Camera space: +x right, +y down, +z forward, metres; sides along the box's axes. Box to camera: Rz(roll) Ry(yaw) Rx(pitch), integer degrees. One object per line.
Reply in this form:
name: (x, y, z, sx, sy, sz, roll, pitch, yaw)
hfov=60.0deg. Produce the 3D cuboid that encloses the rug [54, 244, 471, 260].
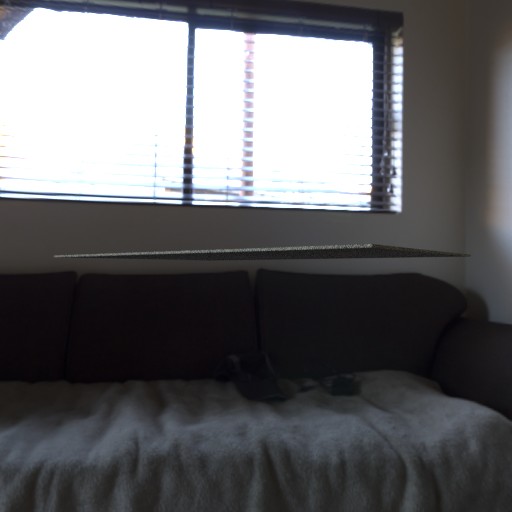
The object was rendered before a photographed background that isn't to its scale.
rug: (0.000, 0.000, 2.920, 2.283, 0.013, 1.547, -1, -2, 38)
